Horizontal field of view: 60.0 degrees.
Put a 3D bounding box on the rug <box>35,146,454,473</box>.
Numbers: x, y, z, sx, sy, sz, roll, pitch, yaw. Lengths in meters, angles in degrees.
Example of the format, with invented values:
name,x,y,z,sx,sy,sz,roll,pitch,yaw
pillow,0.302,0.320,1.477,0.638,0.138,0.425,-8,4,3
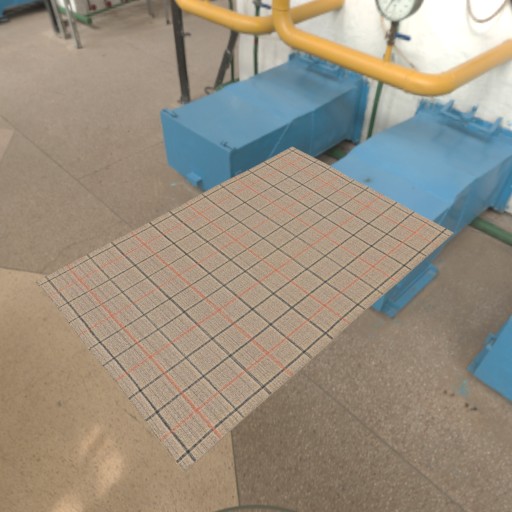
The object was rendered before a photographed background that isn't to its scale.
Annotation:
name,x,y,z,sx,sy,sz,roll,pitch,yaw
rug,0.000,0.000,2.302,1.829,0.013,1.220,-33,54,-29
